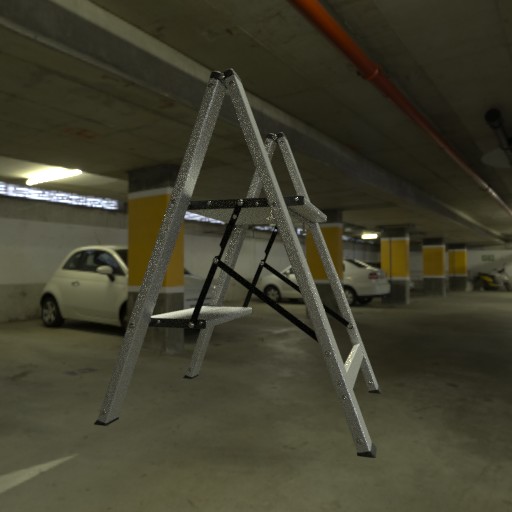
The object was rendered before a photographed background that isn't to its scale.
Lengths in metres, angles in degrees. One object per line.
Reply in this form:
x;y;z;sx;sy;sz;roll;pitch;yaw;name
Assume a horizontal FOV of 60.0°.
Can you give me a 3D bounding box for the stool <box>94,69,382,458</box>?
0.000;0.000;1.009;0.535;0.670;0.440;-1;-2;17;stool
